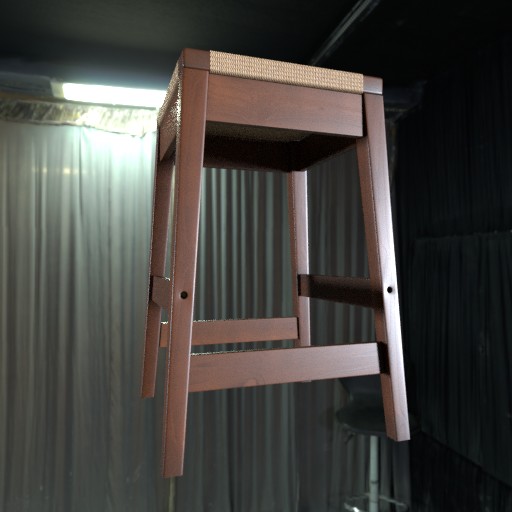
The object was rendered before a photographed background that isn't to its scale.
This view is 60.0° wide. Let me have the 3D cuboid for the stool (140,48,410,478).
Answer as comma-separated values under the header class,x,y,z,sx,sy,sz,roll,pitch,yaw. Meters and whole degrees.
class,x,y,z,sx,sy,sz,roll,pitch,yaw
stool,0.000,0.000,1.074,0.507,0.762,0.497,0,-1,-19
